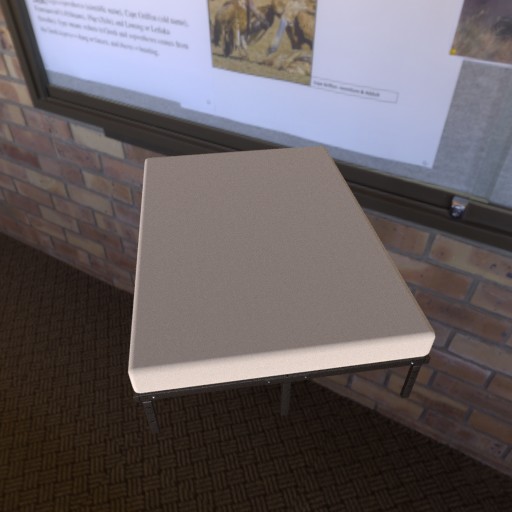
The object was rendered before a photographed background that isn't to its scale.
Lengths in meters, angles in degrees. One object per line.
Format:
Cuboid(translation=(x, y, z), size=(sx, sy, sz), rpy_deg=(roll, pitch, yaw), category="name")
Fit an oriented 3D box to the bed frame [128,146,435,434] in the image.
Cuboid(translation=(0.000, 0.000, 3.825), size=(2.205, 0.680, 2.842), rpy_deg=(-1, 40, -1), category="bed frame")
